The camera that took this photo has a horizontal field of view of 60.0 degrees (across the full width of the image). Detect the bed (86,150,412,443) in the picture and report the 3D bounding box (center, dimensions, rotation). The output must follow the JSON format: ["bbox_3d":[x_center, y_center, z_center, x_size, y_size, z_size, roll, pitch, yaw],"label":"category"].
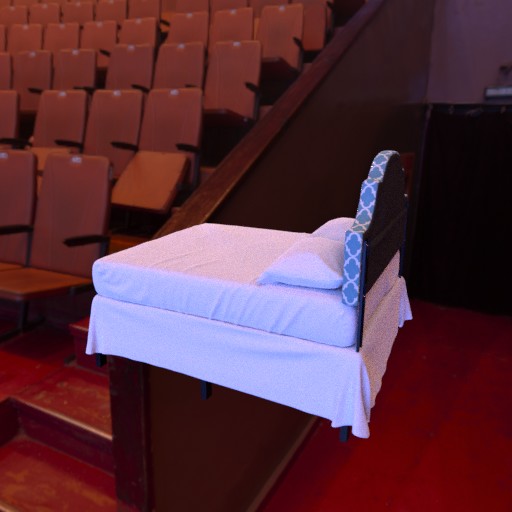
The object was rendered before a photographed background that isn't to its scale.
[{"bbox_3d":[0.000,0.000,3.451,2.222,1.633,1.780,8,18,25],"label":"bed"}]
